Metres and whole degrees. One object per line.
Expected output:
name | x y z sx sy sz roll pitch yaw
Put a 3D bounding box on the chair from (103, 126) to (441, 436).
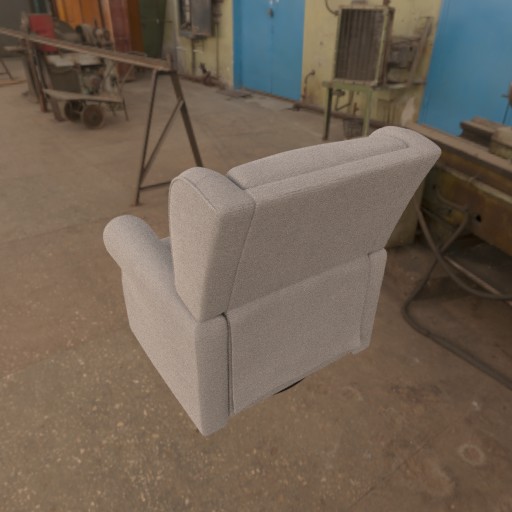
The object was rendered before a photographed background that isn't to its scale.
chair | 0.000 0.000 1.654 0.906 0.966 0.854 -19 35 -29
